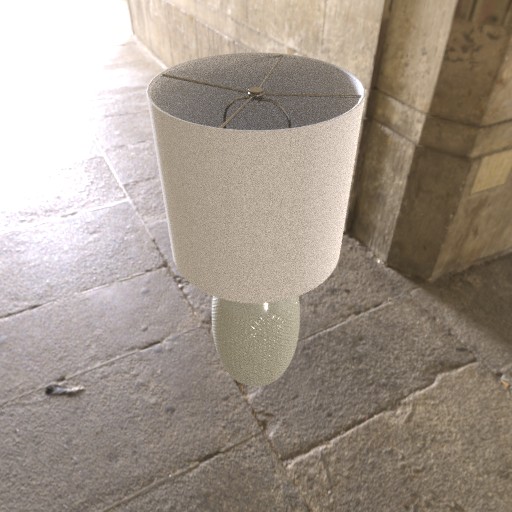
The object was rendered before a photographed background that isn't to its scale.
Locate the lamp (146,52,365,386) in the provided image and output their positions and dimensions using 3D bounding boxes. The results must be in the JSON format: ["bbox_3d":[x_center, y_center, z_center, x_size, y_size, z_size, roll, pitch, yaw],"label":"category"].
[{"bbox_3d":[0.000,0.000,0.592,0.217,0.453,0.217,11,42,13],"label":"lamp"}]
